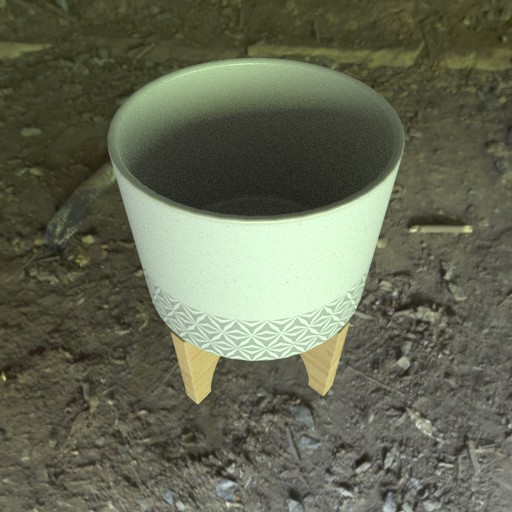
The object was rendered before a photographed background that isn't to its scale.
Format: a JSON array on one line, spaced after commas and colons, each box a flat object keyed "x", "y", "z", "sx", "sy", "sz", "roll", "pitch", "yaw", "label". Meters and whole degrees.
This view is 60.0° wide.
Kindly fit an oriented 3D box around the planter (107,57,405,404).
[{"x": 0.000, "y": 0.000, "z": 0.383, "sx": 0.188, "sy": 0.260, "sz": 0.188, "roll": 0, "pitch": 48, "yaw": 0, "label": "planter"}]
